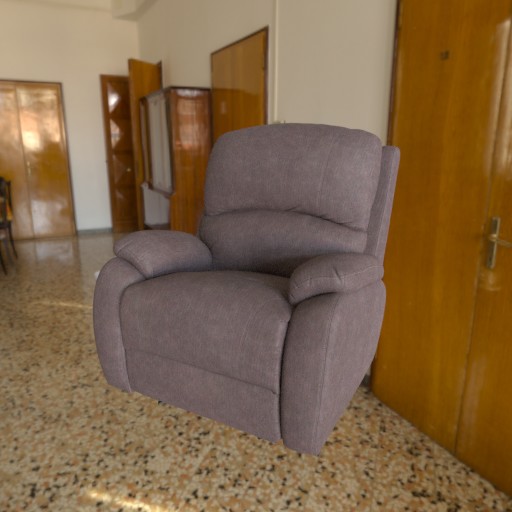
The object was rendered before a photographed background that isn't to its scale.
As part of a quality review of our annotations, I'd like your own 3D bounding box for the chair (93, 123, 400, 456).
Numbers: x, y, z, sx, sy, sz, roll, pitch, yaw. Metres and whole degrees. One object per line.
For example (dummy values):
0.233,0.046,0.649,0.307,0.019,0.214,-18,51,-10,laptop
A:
0.000,0.000,1.721,0.930,1.011,0.899,8,16,27,chair
